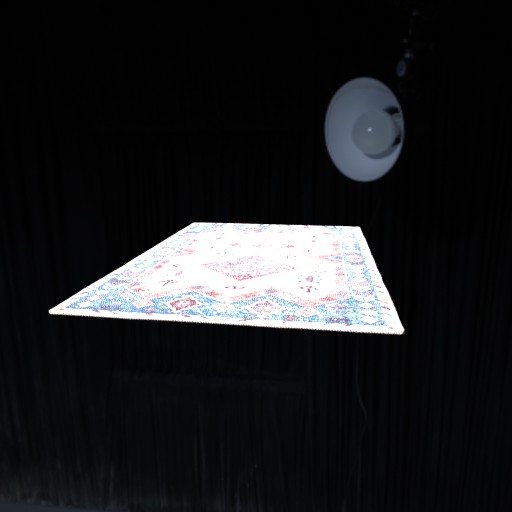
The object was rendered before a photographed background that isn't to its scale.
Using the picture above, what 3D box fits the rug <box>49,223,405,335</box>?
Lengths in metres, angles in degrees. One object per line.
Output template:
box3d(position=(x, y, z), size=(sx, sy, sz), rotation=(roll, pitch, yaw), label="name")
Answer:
box3d(position=(0.000, 0.000, 2.356), size=(1.225, 0.015, 1.840), rotation=(2, 14, 8), label="rug")
